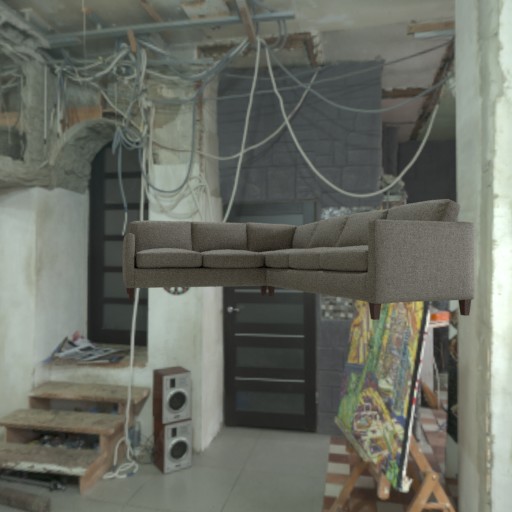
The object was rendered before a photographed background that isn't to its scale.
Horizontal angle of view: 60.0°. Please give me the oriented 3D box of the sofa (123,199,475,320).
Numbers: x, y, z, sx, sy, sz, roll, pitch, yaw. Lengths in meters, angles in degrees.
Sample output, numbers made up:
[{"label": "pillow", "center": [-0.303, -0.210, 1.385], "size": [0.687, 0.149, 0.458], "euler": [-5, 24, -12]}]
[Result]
[{"label": "sofa", "center": [0.000, 0.000, 4.577], "size": [2.593, 0.947, 3.302], "euler": [0, -1, -18]}]
